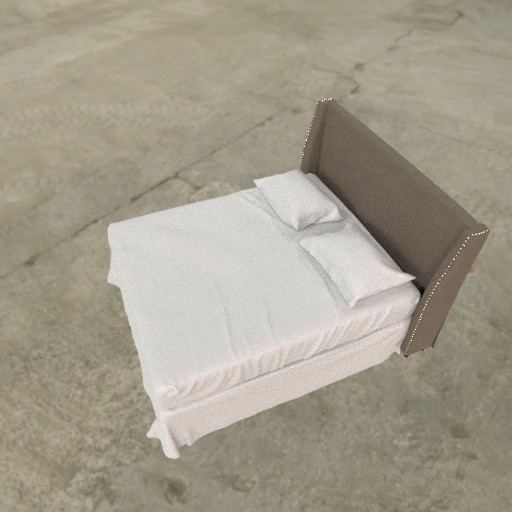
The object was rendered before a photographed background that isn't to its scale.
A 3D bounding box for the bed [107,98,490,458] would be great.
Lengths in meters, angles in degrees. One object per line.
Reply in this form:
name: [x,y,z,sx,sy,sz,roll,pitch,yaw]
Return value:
bed: [0.000,0.000,3.406,2.276,1.332,1.925,-17,48,-16]
